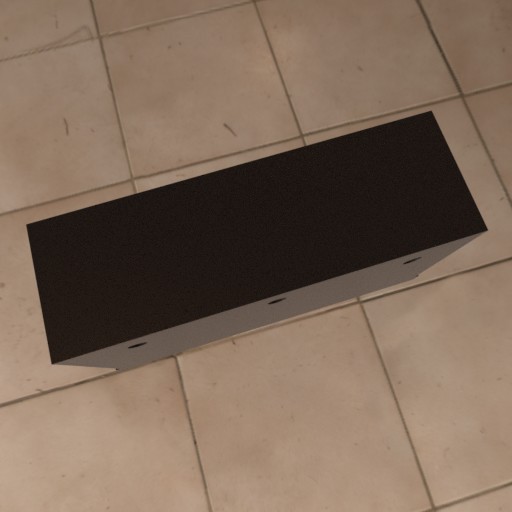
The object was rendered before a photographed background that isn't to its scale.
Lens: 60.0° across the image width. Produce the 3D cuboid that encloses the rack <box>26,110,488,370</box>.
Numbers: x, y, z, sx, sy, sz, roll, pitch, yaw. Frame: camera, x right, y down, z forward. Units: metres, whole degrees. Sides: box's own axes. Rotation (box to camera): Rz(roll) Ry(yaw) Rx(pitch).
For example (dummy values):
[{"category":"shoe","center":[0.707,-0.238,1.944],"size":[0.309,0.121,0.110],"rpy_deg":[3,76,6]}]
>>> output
[{"category":"rack","center":[0.000,0.000,1.492],"size":[1.206,0.635,0.399],"rpy_deg":[-17,75,-4]}]
